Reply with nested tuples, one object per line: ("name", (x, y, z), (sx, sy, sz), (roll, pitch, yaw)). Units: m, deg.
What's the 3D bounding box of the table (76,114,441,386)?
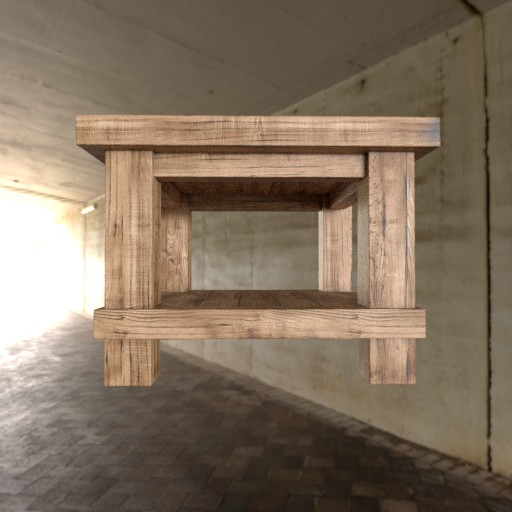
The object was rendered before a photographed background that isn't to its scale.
("table", (0.000, 0.000, 1.040), (0.610, 0.457, 0.610), (0, -1, -1))
